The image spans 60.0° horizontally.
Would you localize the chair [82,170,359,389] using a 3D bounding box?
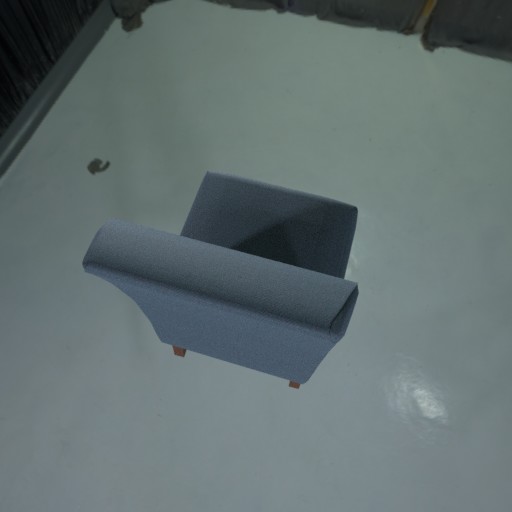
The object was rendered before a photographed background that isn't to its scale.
[{"bbox_3d":[0.000,0.000,1.192,0.513,0.804,0.592,14,65,7],"label":"chair"}]
